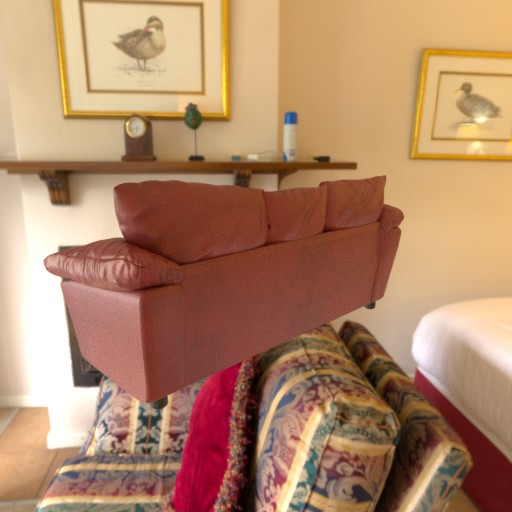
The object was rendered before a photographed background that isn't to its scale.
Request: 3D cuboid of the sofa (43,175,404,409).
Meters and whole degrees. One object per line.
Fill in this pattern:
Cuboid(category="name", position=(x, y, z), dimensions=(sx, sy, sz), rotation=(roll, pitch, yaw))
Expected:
Cuboid(category="sofa", position=(0.000, 0.000, 2.875), dimensions=(2.390, 1.091, 0.907), rotation=(-13, 19, -43))
